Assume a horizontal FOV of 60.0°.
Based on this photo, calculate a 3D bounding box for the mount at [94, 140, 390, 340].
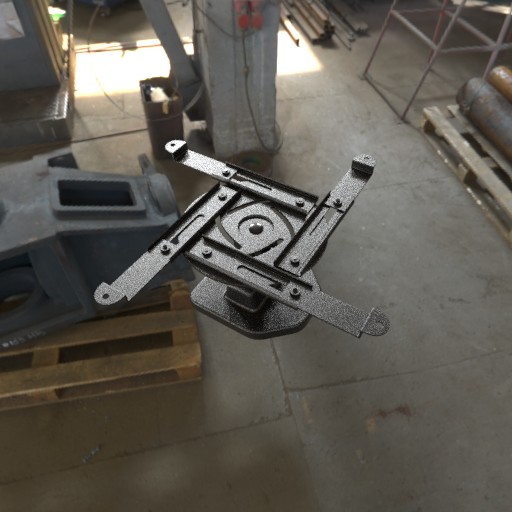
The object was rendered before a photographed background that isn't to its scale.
[{"bbox_3d":[0.000,0.000,0.598,0.394,0.141,0.394,25,52,21],"label":"mount"}]
